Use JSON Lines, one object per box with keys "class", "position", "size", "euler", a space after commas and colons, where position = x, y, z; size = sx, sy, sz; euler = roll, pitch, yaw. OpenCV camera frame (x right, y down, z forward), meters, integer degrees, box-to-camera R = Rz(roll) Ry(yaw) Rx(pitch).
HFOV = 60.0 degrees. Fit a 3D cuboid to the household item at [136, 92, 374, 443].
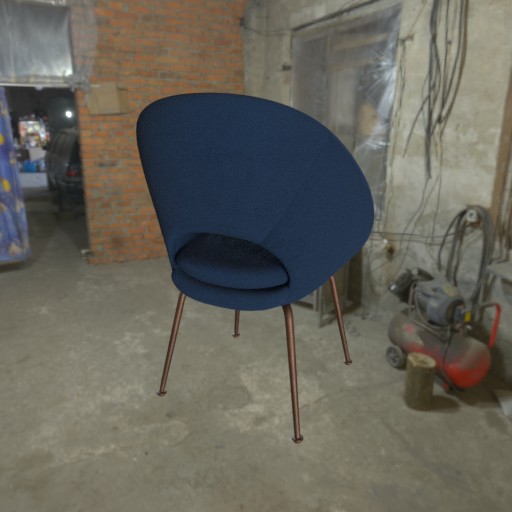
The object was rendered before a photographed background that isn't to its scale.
{"class": "household item", "position": [0.000, 0.000, 1.280], "size": [0.623, 0.852, 0.573], "euler": [8, 18, 27]}
